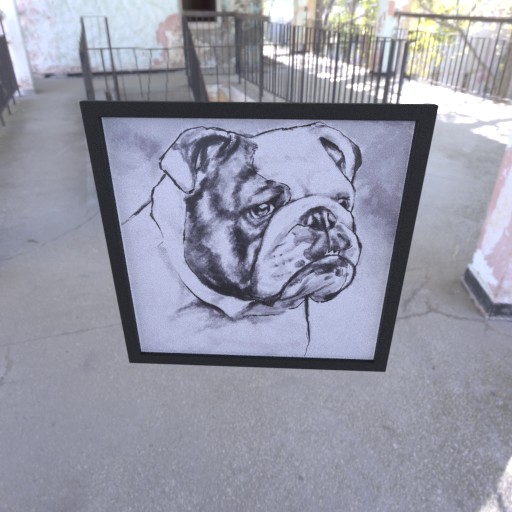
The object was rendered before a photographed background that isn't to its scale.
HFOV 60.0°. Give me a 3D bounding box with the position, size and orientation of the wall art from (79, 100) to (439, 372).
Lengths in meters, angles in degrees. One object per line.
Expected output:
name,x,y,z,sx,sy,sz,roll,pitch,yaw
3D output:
wall art,0.000,0.000,0.987,0.663,0.659,0.016,1,30,2
